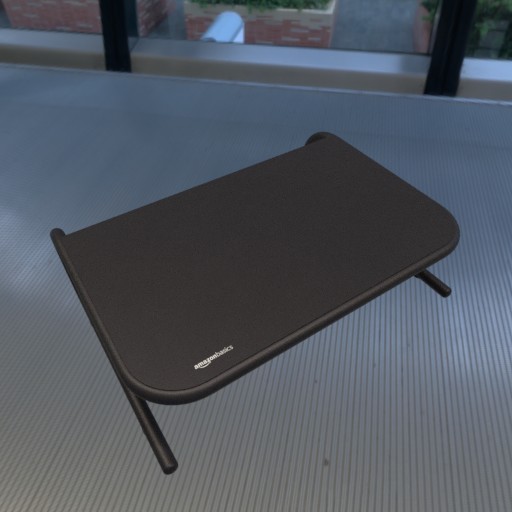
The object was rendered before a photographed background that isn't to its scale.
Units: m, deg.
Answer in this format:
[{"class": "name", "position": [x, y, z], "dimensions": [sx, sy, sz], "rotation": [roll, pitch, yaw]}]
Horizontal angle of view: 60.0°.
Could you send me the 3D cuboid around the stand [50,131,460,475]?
[{"class": "stand", "position": [0.000, 0.000, 0.497], "dimensions": [0.370, 0.108, 0.280], "rotation": [-25, 51, -23]}]
